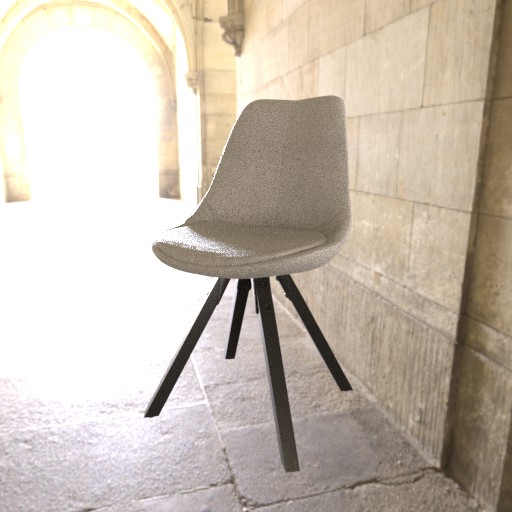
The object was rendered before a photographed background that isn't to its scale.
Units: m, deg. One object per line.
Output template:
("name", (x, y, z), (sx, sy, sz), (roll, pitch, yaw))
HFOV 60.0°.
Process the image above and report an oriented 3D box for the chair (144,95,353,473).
("chair", (0.000, 0.000, 1.192), (0.485, 0.850, 0.550), (7, 16, 28))
